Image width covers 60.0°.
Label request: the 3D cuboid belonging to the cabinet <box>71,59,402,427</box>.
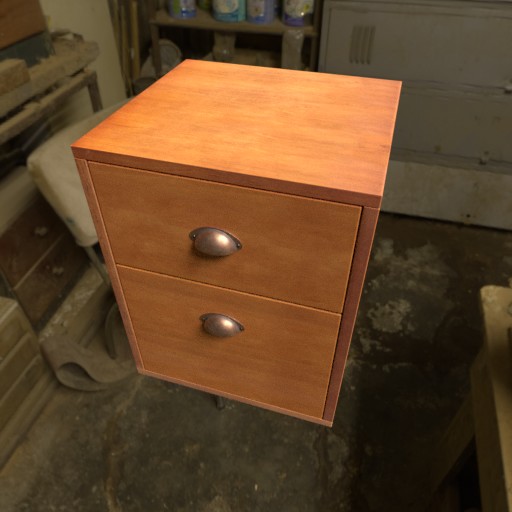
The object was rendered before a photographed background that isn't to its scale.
[{"bbox_3d":[0.000,0.000,0.863,0.409,0.579,0.401,11,42,13],"label":"cabinet"}]
